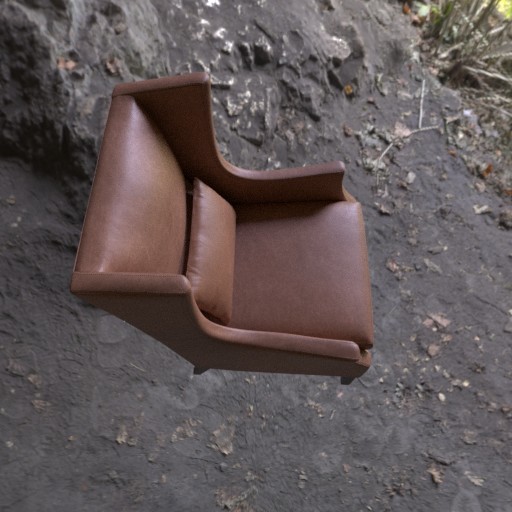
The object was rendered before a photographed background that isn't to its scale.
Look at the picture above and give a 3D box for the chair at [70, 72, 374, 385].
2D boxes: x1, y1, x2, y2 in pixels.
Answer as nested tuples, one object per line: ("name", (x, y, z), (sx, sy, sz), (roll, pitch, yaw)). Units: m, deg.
("chair", (0.000, 0.000, 1.689), (0.913, 1.088, 0.815), (1, 64, 1))
